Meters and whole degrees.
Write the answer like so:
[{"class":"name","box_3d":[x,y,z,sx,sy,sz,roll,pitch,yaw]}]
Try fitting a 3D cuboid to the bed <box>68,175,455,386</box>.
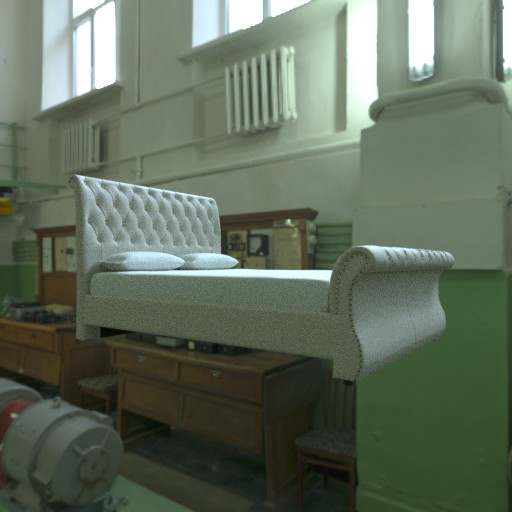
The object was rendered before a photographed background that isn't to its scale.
[{"class":"bed","box_3d":[0.000,0.000,3.375,2.493,1.268,1.606,-1,-1,36]}]
